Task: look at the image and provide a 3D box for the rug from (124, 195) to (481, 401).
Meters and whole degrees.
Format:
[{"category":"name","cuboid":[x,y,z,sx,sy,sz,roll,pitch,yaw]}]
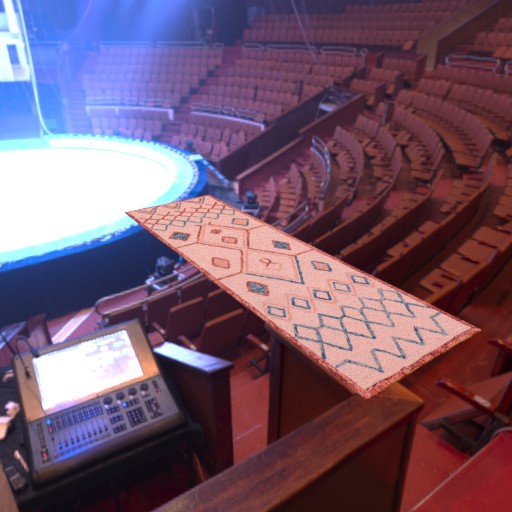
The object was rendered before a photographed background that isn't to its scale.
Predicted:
[{"category":"rug","cuboid":[0.000,0.000,2.684,0.750,0.011,2.435,-17,30,-32]}]
